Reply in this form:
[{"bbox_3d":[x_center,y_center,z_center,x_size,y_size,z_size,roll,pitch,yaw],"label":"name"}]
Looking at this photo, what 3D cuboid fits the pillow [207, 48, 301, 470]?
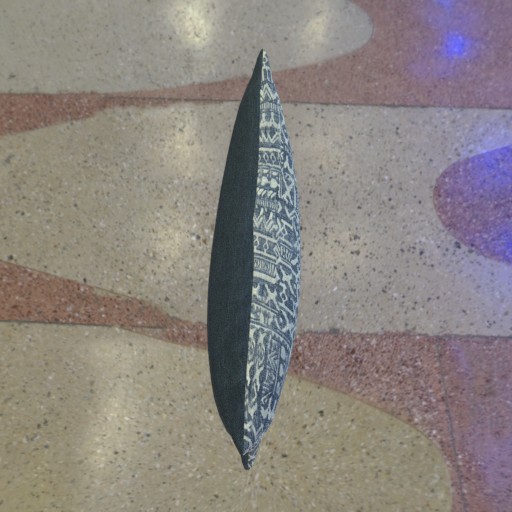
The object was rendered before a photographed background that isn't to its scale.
[{"bbox_3d":[0.000,0.000,0.722,0.148,0.292,0.631,2,64,1],"label":"pillow"}]
